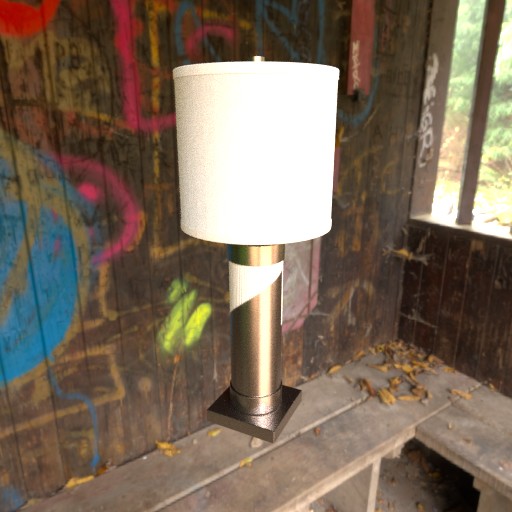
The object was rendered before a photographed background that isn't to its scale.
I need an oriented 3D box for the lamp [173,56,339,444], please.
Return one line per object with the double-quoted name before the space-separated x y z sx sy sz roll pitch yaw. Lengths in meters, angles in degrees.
"lamp" 0.000 0.000 0.619 0.202 0.509 0.202 8 19 25
